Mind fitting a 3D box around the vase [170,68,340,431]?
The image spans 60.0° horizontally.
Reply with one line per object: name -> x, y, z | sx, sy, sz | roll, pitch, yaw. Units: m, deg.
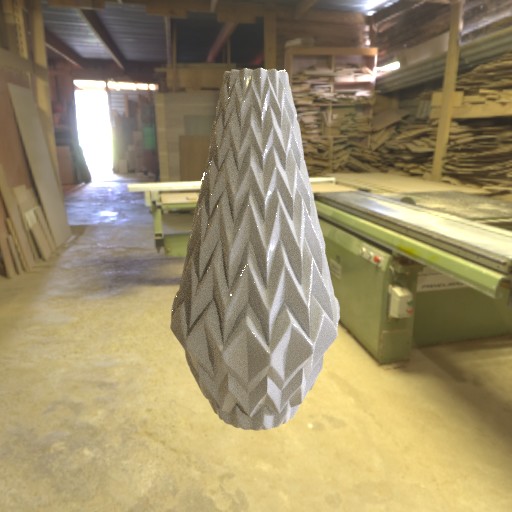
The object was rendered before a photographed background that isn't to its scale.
vase -> 0.000, 0.000, 0.425 | 0.167, 0.328, 0.167 | 0, 15, 0
